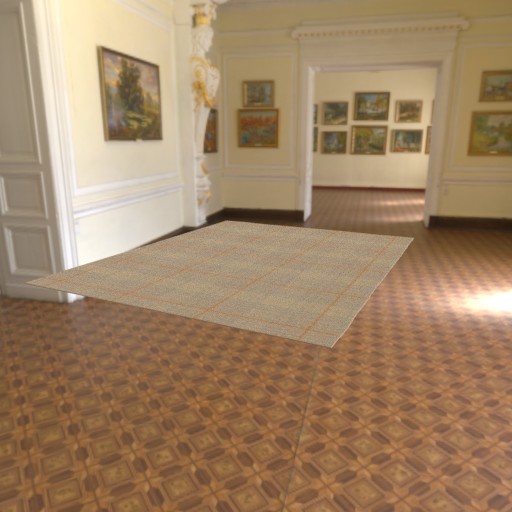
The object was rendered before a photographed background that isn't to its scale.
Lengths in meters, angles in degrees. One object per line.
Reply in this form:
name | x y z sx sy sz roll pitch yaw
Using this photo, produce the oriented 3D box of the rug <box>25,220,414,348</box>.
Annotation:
rug | 0.000 0.000 4.189 2.448 0.021 3.051 7 16 26
